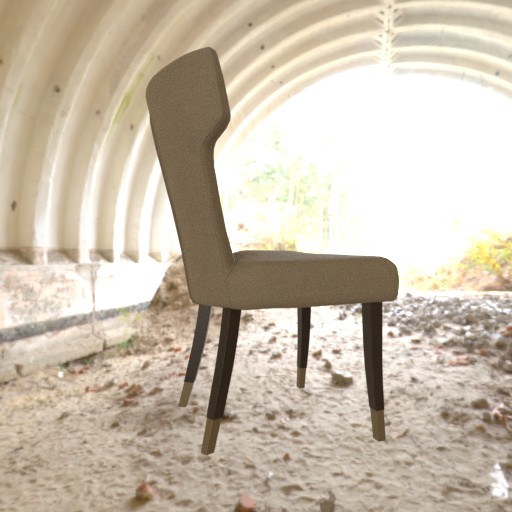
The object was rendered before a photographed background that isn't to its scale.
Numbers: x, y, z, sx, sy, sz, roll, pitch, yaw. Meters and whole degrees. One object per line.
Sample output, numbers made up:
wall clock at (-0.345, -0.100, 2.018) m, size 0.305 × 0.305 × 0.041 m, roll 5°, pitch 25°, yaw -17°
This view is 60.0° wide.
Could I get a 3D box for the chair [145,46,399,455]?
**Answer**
chair at (0.000, 0.000, 1.300) m, size 0.630 × 0.955 × 0.526 m, roll 0°, pitch 0°, yaw -19°
